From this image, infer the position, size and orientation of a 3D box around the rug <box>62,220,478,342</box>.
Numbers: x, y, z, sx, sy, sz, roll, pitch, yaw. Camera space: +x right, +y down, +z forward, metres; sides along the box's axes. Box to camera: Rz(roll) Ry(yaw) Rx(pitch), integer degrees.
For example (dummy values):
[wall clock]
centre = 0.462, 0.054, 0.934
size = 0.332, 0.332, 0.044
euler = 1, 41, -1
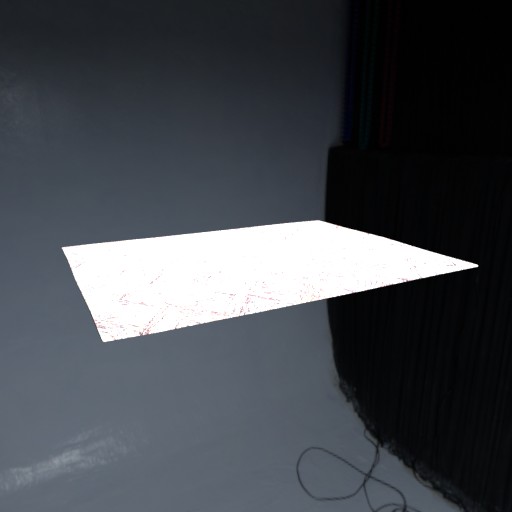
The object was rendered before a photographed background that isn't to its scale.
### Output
[rug]
centre = 0.000, 0.000, 4.233
size = 3.226, 0.024, 2.436
euler = -8, 17, -27
